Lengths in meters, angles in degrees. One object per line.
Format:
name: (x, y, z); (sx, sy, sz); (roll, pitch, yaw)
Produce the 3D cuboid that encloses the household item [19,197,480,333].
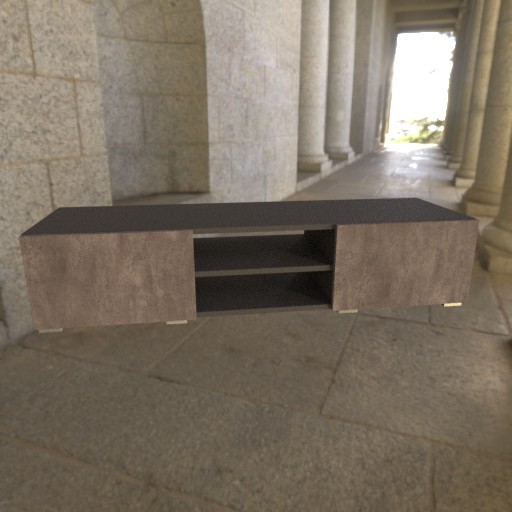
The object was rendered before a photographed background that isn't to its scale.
household item: (0.000, 0.000, 1.576); (1.400, 0.310, 0.420); (-3, 18, -8)
